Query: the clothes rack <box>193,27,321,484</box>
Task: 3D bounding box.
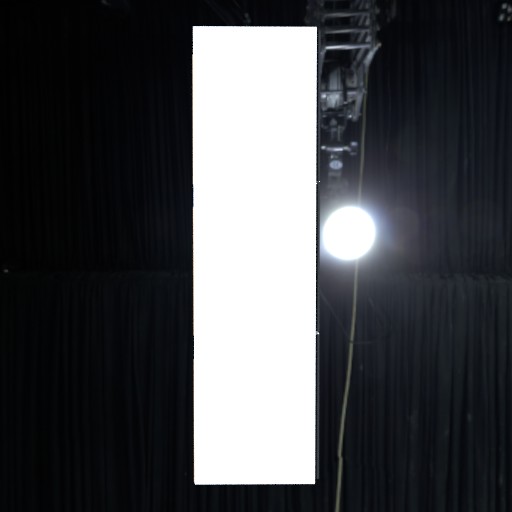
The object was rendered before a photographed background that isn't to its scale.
[{"bbox_3d":[0.000,0.000,1.401,0.330,1.187,0.500,0,2,0],"label":"clothes rack"}]
